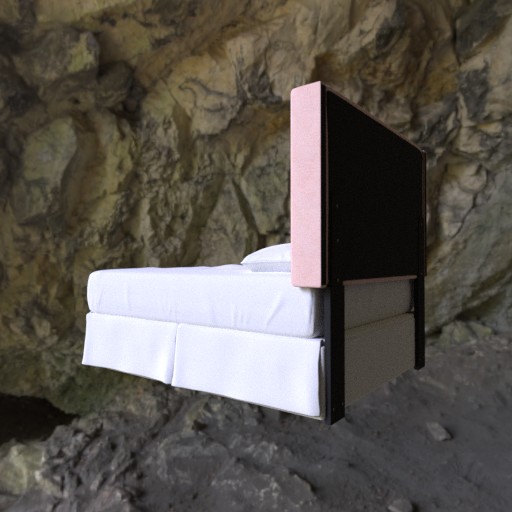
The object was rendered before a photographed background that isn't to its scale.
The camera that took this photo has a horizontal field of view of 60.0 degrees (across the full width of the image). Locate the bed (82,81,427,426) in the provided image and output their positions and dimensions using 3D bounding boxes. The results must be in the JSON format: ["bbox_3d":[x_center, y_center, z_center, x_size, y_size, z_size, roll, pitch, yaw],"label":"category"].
[{"bbox_3d":[0.000,0.000,3.380,2.066,1.665,1.719,-1,-1,37],"label":"bed"}]
